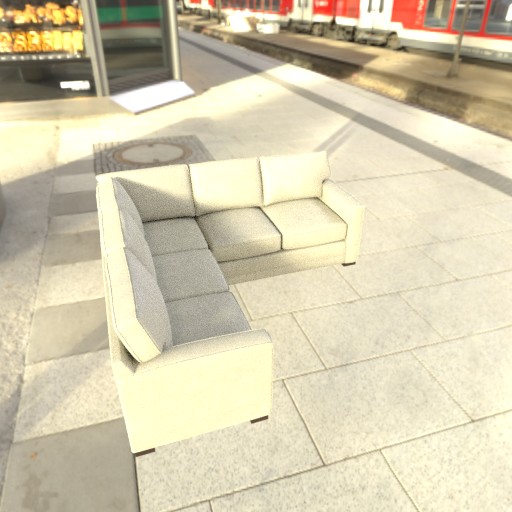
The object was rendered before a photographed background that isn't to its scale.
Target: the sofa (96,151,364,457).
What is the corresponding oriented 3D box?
[{"bbox_3d":[0.000,0.000,3.381,2.211,0.936,2.188,-10,32,-17],"label":"sofa"}]
